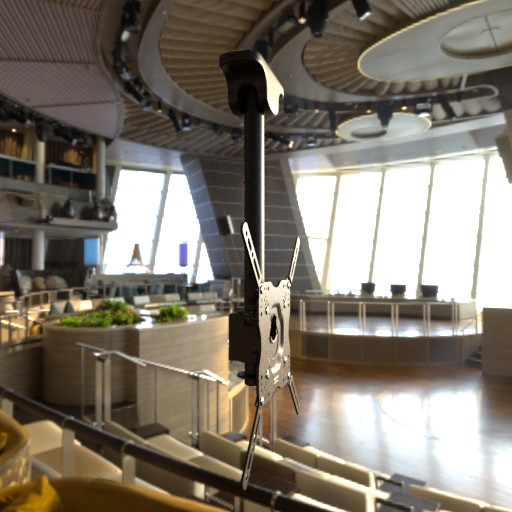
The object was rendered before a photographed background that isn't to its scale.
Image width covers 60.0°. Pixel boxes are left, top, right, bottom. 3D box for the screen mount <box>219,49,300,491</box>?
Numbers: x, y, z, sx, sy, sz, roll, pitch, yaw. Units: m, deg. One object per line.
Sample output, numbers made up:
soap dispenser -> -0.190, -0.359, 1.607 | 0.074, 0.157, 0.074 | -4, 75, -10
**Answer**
screen mount -> 0.000, 0.000, 0.878 | 0.090, 0.729, 0.393 | 0, -1, 18
